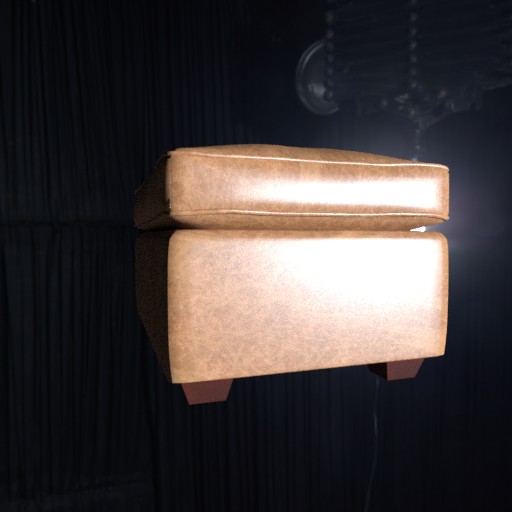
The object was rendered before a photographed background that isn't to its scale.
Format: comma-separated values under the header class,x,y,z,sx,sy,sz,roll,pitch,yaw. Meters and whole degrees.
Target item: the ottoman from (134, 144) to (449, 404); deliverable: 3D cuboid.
class,x,y,z,sx,sy,sz,roll,pitch,yaw
ottoman,0.000,0.000,1.109,0.554,0.468,0.756,-1,2,-19
